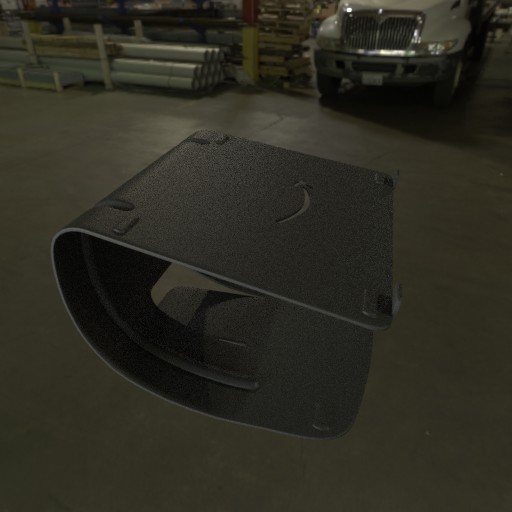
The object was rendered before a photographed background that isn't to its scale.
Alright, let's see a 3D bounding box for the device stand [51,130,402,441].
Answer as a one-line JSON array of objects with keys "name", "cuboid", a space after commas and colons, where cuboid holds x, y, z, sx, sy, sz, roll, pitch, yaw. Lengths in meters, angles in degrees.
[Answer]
[{"name": "device stand", "cuboid": [0.000, 0.000, 0.405, 0.236, 0.155, 0.256, 8, 32, 13]}]
